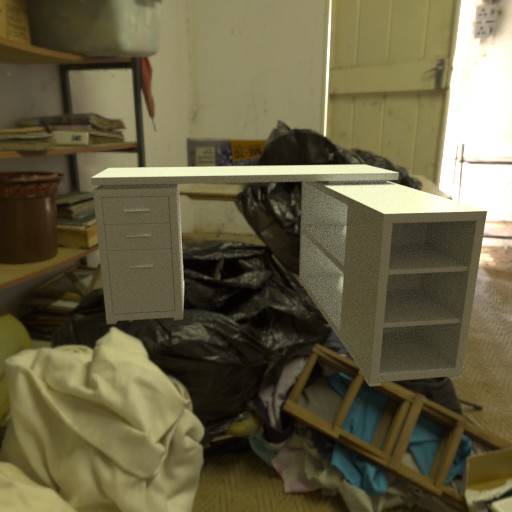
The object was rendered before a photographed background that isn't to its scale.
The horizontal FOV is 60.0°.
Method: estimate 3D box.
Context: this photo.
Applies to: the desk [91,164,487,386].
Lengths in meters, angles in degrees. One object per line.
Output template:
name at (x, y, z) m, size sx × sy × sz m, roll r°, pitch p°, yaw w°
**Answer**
desk at (0.000, 0.000, 2.161) m, size 1.524 × 0.753 × 1.200 m, roll -2°, pitch 17°, yaw -8°
